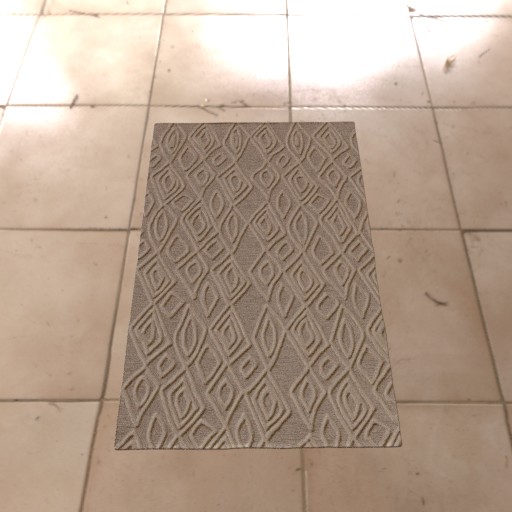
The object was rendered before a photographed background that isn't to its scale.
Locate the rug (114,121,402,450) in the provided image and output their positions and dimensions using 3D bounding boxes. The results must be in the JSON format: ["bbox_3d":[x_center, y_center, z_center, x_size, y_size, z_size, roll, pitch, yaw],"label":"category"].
[{"bbox_3d":[0.000,0.000,2.286,1.224,0.016,1.832,-1,63,0],"label":"rug"}]
